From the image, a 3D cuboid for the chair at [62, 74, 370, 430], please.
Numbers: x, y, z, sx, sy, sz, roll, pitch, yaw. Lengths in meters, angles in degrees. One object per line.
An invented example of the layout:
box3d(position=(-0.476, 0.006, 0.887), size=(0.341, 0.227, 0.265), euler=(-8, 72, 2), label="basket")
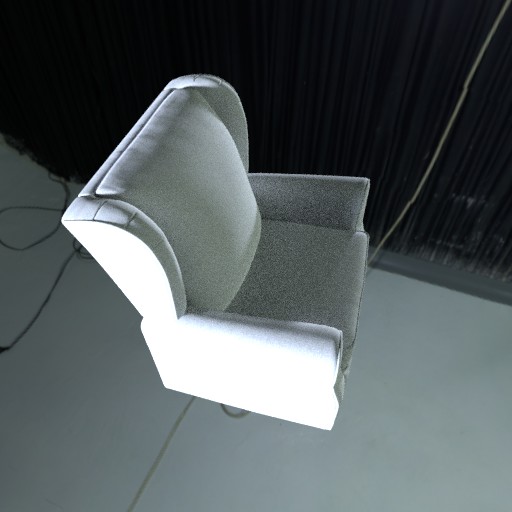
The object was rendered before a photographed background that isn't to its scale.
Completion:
box3d(position=(0.000, 0.000, 1.653), size=(0.854, 0.967, 0.906), euler=(12, 50, 10), label="chair")
